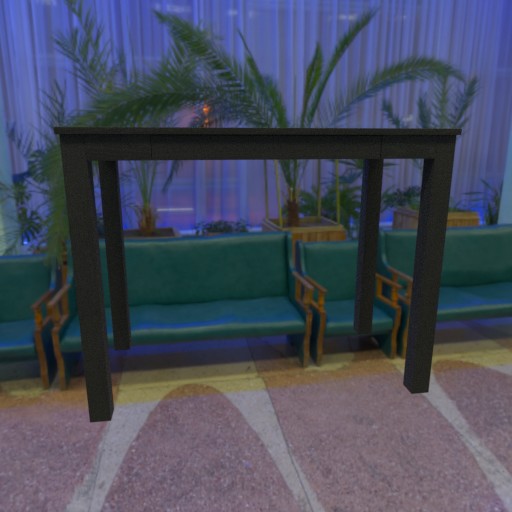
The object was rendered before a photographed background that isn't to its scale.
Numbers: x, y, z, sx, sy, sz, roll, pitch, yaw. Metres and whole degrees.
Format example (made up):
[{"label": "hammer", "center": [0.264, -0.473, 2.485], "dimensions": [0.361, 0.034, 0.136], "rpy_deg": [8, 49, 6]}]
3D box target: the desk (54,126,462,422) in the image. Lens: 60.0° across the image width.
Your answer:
[{"label": "desk", "center": [0.000, 0.000, 1.395], "dimensions": [0.991, 0.762, 0.499], "rpy_deg": [-2, 15, -8]}]
